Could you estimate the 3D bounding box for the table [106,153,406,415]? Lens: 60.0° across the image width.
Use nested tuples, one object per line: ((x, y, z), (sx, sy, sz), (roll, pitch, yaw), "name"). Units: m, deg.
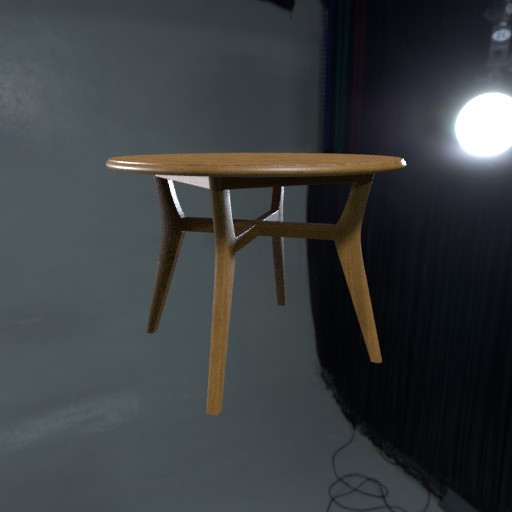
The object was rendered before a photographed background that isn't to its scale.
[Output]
((0.000, 0.000, 1.735), (1.055, 0.757, 1.055), (0, 15, 0), "table")
